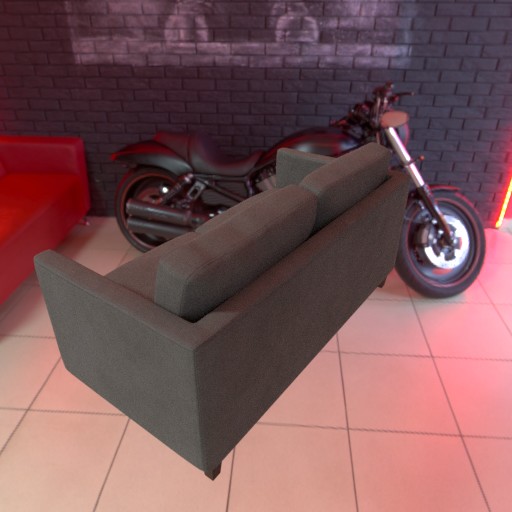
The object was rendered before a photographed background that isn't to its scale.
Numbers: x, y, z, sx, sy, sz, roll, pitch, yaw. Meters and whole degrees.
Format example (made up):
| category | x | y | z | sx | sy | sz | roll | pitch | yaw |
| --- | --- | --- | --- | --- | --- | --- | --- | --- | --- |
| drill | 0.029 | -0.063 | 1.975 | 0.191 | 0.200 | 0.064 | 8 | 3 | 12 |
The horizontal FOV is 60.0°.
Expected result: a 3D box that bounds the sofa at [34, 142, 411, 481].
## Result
| category | x | y | z | sx | sy | sz | roll | pitch | yaw |
| --- | --- | --- | --- | --- | --- | --- | --- | --- | --- |
| sofa | 0.000 | 0.000 | 2.349 | 0.950 | 0.963 | 1.884 | 21 | 37 | 31 |
